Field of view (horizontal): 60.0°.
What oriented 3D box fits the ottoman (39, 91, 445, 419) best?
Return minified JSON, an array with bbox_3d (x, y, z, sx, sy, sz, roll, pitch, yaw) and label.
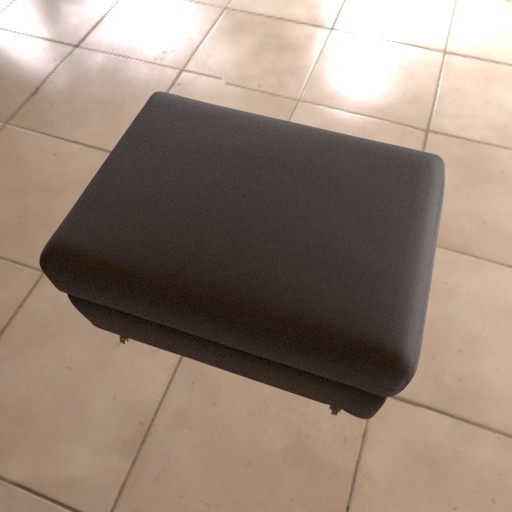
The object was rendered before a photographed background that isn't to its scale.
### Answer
[{"bbox_3d":[0.000,0.000,1.120,0.773,0.497,0.574,16,60,10],"label":"ottoman"}]
